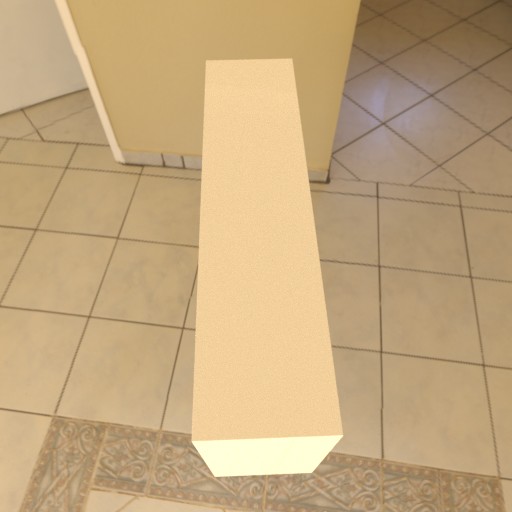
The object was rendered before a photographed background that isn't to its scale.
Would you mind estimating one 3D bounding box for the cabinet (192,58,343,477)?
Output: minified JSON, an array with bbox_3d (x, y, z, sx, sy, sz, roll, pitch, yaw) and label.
[{"bbox_3d":[0.000,0.000,1.946,0.400,0.800,1.650,-2,57,-1],"label":"cabinet"}]
